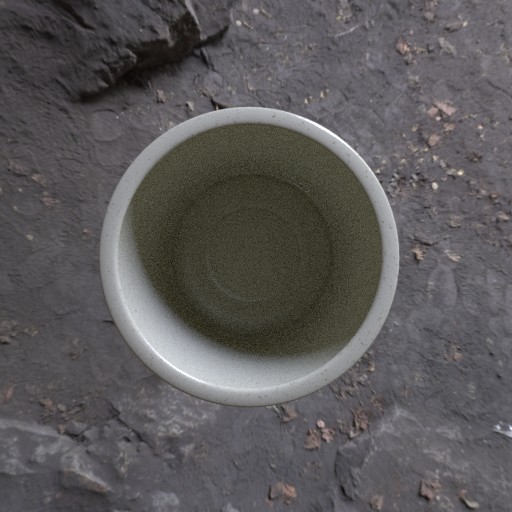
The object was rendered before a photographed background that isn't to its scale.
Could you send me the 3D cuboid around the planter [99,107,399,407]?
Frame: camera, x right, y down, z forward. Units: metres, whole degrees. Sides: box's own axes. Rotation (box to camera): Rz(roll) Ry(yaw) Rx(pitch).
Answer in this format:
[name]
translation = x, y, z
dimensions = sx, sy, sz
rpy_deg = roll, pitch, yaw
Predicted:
[planter]
translation = 0.000, 0.000, 0.337
dimensions = 0.159, 0.230, 0.152
rpy_deg = 0, 90, 0
